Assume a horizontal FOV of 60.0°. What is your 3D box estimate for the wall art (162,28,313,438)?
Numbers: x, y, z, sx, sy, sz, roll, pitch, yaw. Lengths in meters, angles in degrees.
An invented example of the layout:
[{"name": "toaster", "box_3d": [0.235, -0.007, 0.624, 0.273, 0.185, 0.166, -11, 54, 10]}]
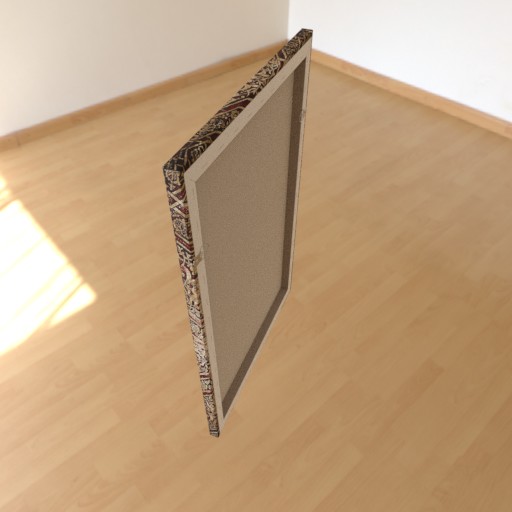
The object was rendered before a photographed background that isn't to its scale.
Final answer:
[{"name": "wall art", "box_3d": [0.000, 0.000, 0.750, 0.020, 0.599, 0.397, 17, 48, 16]}]
